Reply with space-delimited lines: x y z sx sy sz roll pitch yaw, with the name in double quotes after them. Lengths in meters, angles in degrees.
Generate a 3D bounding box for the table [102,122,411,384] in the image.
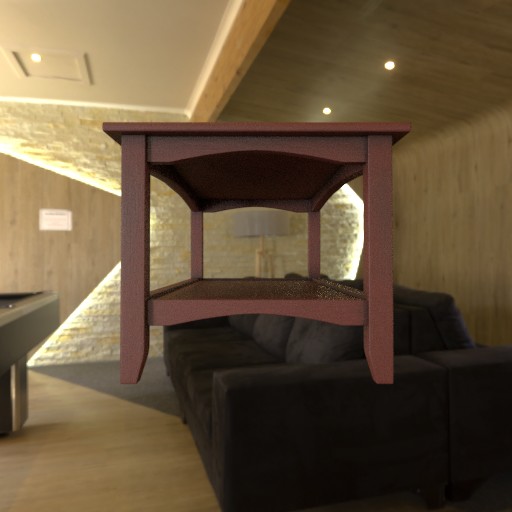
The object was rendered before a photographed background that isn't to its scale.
0.000 0.000 1.231 0.533 0.456 0.943 0 0 0 "table"
